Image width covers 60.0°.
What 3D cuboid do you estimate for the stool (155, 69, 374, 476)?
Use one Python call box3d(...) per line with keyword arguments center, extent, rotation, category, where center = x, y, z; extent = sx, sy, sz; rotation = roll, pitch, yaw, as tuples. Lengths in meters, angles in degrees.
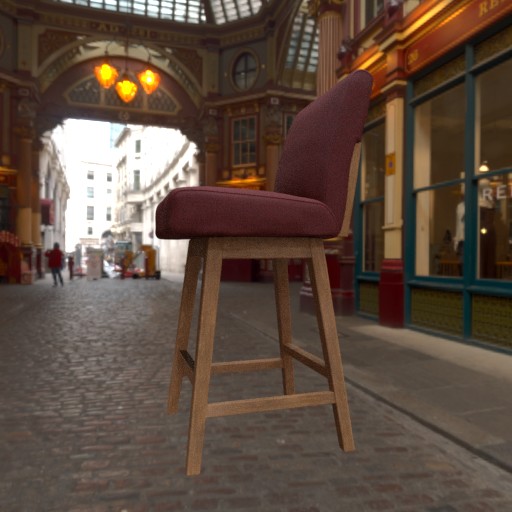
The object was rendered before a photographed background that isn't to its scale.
box3d(center=(0.000, 0.000, 1.326), extent=(0.562, 1.038, 0.468), rotation=(0, 1, -18), category="stool")
